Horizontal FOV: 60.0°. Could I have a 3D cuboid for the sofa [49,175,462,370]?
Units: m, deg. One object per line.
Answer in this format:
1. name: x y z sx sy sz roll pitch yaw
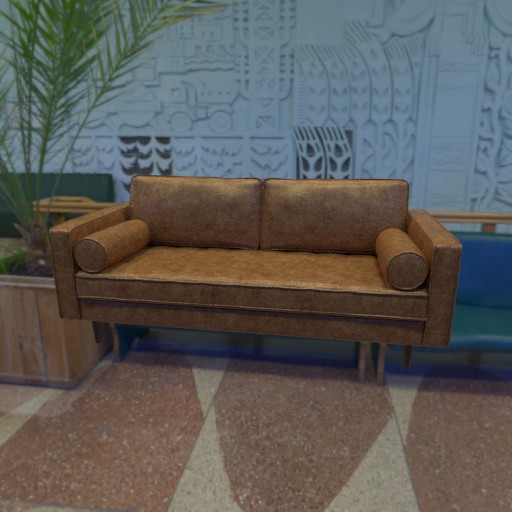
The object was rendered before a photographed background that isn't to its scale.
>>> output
1. sofa: 0.000 0.000 2.458 1.920 0.825 0.924 3 16 10
